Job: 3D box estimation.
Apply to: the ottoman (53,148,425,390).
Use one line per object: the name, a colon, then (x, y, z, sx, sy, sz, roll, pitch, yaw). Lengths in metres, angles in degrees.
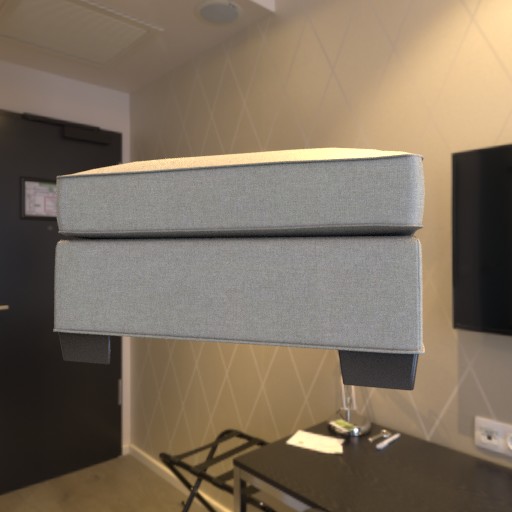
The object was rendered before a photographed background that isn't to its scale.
ottoman: (0.000, 0.000, 1.226, 0.843, 0.504, 0.619, 0, 0, 17)
